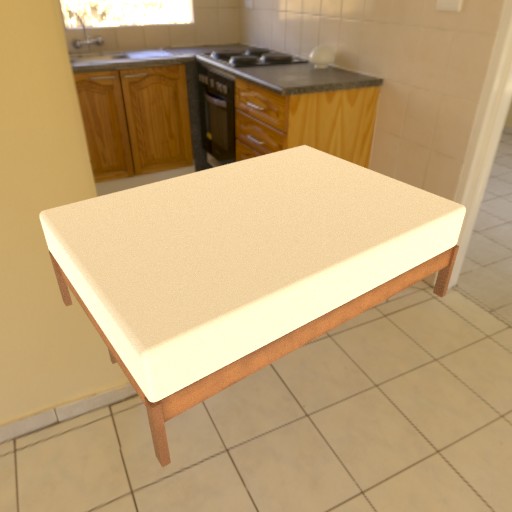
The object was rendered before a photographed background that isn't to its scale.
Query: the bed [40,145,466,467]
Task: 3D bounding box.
[{"bbox_3d":[0.000,0.000,2.564,1.927,0.616,1.348,-21,38,-30],"label":"bed"}]
